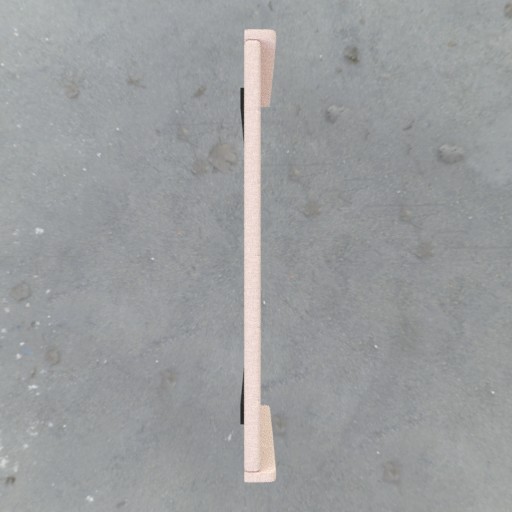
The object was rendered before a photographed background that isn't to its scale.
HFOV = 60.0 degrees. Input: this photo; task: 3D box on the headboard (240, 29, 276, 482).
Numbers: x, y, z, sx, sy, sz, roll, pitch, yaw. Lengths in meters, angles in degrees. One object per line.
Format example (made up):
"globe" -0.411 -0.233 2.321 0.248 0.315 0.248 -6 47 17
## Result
"headboard" 0.000 0.000 2.763 0.184 1.524 2.051 0 90 0
